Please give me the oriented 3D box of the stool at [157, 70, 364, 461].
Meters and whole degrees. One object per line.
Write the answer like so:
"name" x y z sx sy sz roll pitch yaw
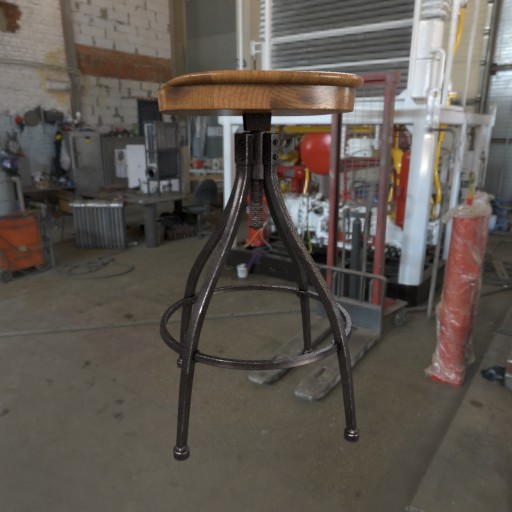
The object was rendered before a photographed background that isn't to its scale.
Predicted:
"stool" 0.000 0.000 0.953 0.424 0.694 0.432 -2 16 -8
